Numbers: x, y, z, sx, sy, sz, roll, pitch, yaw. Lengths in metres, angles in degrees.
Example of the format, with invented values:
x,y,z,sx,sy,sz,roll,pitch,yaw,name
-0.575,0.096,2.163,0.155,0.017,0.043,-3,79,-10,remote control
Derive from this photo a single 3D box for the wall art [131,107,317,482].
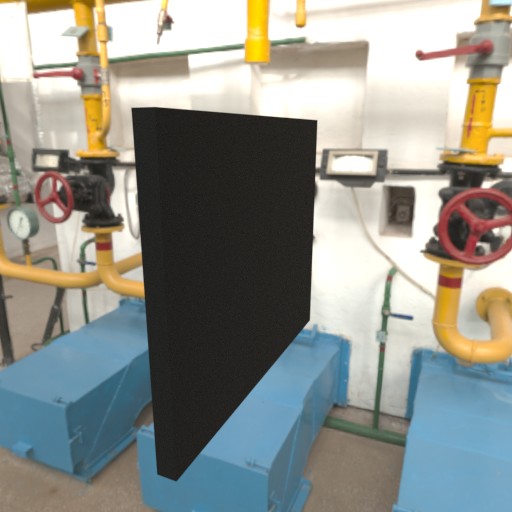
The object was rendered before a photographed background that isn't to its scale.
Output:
x,y,z,sx,sy,sz,roll,pitch,yaw,name
0.000,0.000,0.759,0.031,0.457,0.558,7,17,24,wall art
